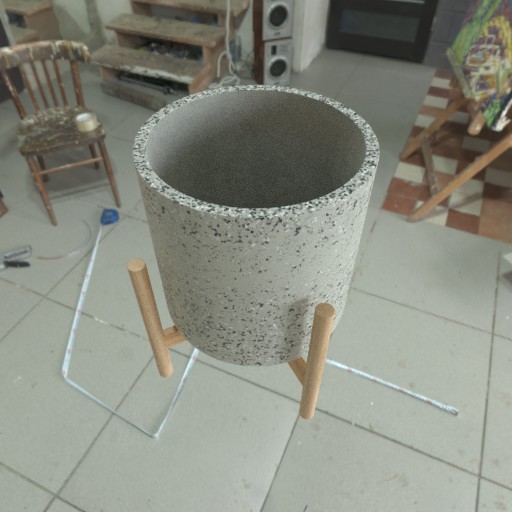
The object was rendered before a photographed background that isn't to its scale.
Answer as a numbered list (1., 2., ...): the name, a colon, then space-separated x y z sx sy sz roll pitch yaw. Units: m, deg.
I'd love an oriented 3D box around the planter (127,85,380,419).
1. planter: 0.000 0.000 0.703 0.360 0.419 0.360 -4 46 -4
